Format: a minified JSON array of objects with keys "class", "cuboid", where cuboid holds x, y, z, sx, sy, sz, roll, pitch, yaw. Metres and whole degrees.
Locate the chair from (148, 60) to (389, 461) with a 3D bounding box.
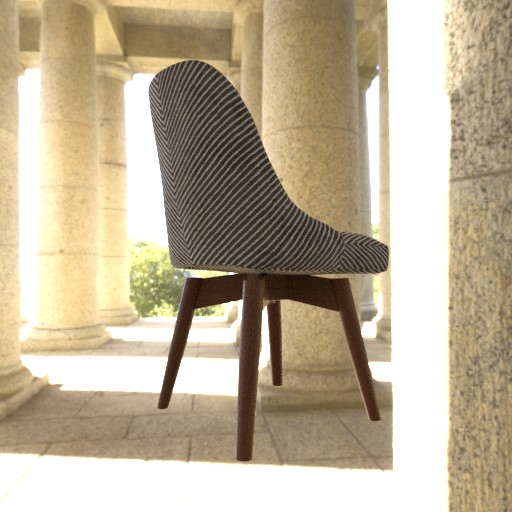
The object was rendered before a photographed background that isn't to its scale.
[{"class":"chair","cuboid":[0.000,0.000,1.237,0.591,0.883,0.504,1,-2,-35]}]
